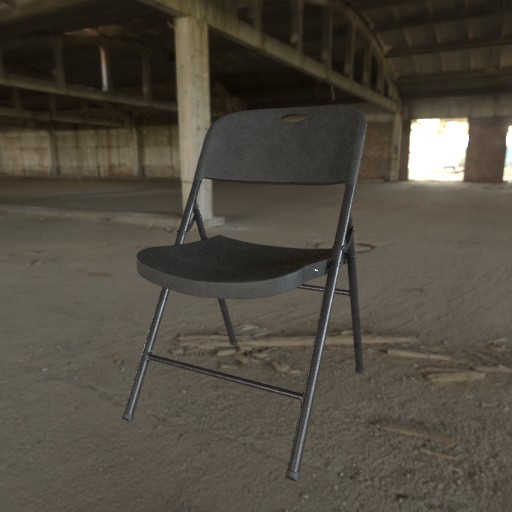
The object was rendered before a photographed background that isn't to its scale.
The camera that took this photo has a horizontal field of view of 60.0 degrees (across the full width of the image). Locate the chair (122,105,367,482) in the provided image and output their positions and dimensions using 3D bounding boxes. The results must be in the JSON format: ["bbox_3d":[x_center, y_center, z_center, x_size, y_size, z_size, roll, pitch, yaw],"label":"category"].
[{"bbox_3d":[0.000,0.000,1.187,0.494,0.810,0.567,7,14,27],"label":"chair"}]
